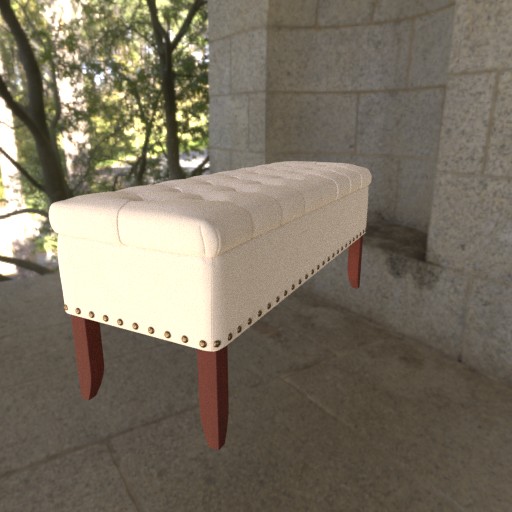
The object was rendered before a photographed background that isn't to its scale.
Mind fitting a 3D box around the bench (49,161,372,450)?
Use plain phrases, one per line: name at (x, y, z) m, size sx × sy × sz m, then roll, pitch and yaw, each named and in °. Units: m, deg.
bench at (0.000, 0.000, 1.286) m, size 0.400 × 0.470 × 1.054 m, roll 8°, pitch 18°, yaw 26°
